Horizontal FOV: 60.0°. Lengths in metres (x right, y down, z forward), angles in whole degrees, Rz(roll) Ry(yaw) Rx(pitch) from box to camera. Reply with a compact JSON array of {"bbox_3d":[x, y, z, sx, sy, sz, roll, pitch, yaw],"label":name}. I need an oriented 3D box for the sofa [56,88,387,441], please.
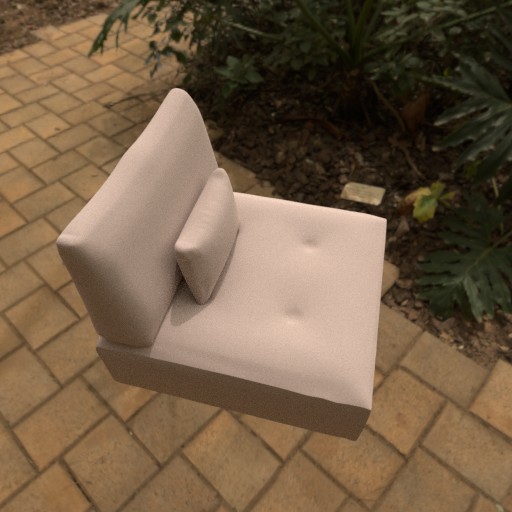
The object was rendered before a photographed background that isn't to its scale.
[{"bbox_3d":[0.000,0.000,1.717,1.000,0.828,0.935,11,49,9],"label":"sofa"}]
